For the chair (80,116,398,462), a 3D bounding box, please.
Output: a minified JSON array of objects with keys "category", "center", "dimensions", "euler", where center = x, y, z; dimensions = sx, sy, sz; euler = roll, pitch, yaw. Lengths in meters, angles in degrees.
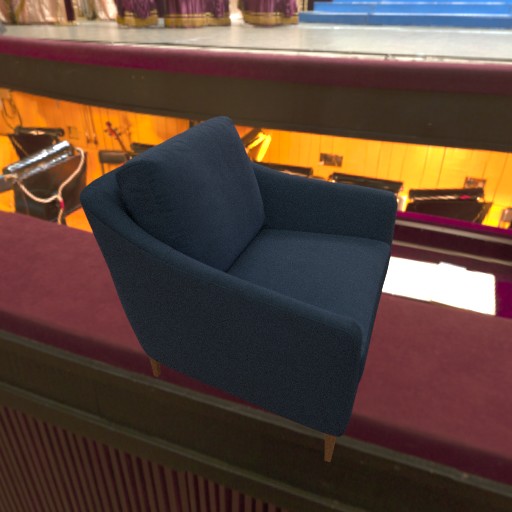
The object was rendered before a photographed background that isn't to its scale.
[{"category":"chair","center":[0.000,0.000,1.707],"dimensions":[0.961,0.899,0.987],"euler":[11,32,18]}]
